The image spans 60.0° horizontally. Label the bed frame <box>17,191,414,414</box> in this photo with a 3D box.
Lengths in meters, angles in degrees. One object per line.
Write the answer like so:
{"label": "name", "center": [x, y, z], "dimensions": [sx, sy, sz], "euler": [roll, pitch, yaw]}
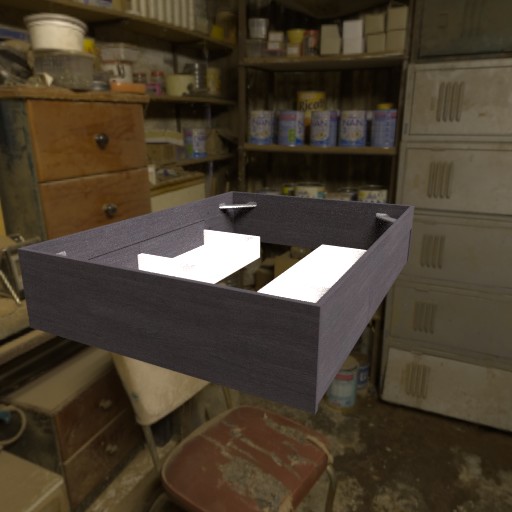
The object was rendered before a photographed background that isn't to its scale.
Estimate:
{"label": "bed frame", "center": [0.000, 0.000, 2.588], "dimensions": [1.448, 0.459, 1.944], "euler": [8, 19, 26]}
